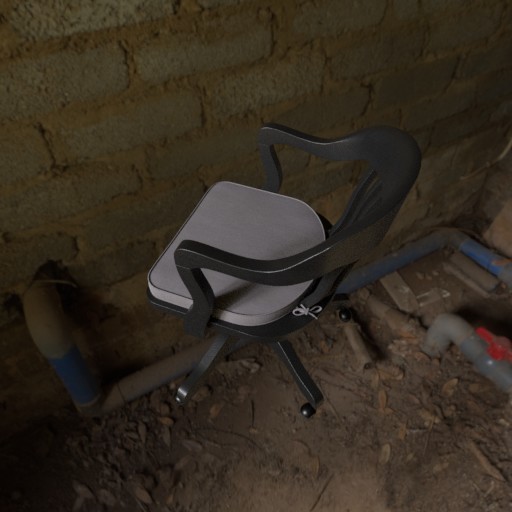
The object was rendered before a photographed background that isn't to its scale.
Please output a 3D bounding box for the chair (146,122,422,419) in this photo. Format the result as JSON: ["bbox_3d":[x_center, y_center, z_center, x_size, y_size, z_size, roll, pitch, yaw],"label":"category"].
[{"bbox_3d":[0.000,0.000,1.400,0.788,0.878,0.750,15,48,14],"label":"chair"}]
